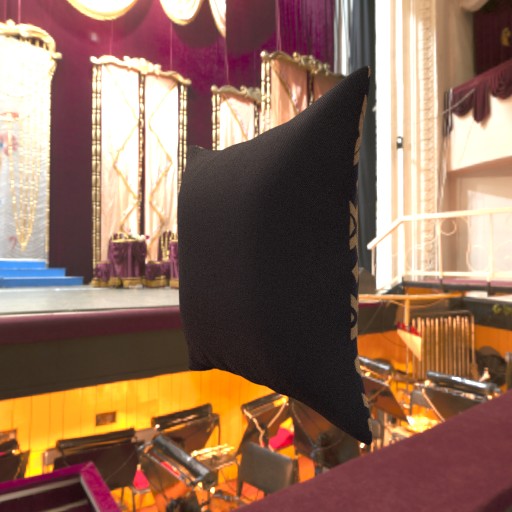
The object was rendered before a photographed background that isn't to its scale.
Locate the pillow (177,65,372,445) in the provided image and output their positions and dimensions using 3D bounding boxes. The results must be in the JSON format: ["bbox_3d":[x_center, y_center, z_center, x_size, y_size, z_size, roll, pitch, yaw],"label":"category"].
[{"bbox_3d":[0.000,0.000,0.776,0.188,0.494,0.504,1,-1,-36],"label":"pillow"}]
